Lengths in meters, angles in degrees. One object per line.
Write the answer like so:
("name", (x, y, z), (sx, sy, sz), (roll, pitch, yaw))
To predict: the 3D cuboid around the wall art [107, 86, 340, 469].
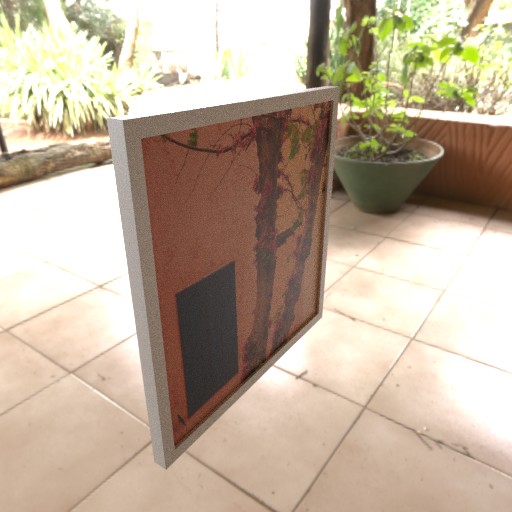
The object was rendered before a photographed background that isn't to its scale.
("wall art", (0.000, 0.000, 1.129), (0.038, 0.762, 0.762), (17, 30, 31))
